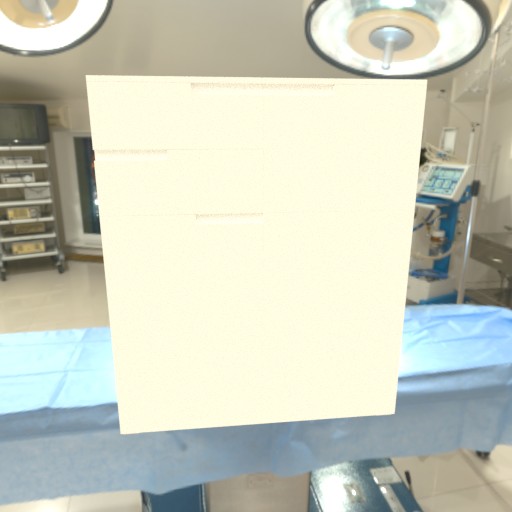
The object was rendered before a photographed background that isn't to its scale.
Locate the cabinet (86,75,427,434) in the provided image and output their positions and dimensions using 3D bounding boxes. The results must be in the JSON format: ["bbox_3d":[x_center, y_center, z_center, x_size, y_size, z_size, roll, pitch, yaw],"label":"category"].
[{"bbox_3d":[0.000,0.000,1.641,1.000,1.190,0.400,-2,16,-6],"label":"cabinet"}]
